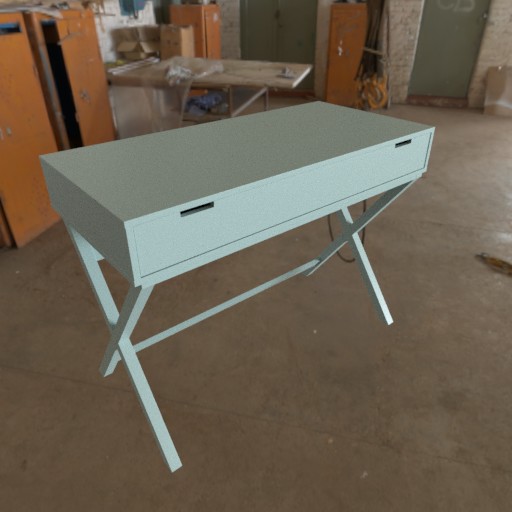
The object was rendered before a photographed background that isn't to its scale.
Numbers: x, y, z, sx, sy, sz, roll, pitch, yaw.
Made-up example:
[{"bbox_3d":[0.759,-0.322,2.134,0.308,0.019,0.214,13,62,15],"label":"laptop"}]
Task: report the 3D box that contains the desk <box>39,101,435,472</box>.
[{"bbox_3d":[0.000,0.000,1.480,1.059,0.780,0.509,-23,38,-33],"label":"desk"}]
